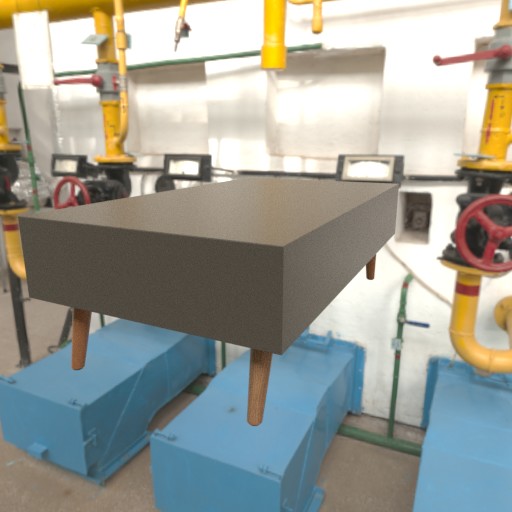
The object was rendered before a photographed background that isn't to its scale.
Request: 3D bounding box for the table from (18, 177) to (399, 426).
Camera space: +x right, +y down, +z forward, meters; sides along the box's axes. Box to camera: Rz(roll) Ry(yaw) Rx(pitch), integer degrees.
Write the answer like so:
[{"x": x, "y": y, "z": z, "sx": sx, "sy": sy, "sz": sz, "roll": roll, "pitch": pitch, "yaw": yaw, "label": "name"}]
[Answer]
[{"x": 0.000, "y": 0.000, "z": 1.485, "sx": 0.703, "sy": 0.404, "sz": 1.201, "roll": 7, "pitch": 17, "yaw": 25, "label": "table"}]
